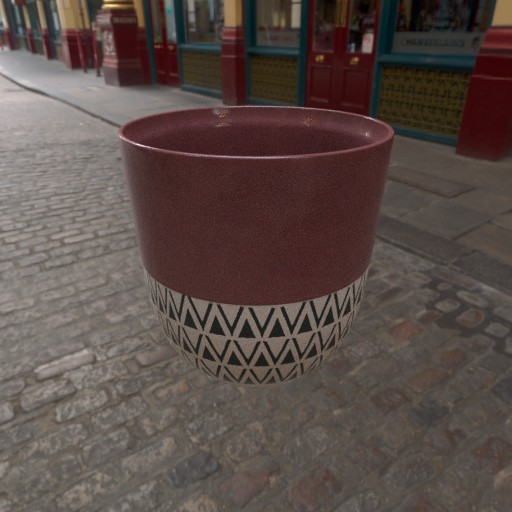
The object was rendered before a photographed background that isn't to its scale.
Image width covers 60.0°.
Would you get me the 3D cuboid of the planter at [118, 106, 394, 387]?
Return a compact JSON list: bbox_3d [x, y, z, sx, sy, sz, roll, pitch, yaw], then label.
[{"bbox_3d":[0.000,0.000,0.371,0.195,0.214,0.195,0,26,0],"label":"planter"}]
